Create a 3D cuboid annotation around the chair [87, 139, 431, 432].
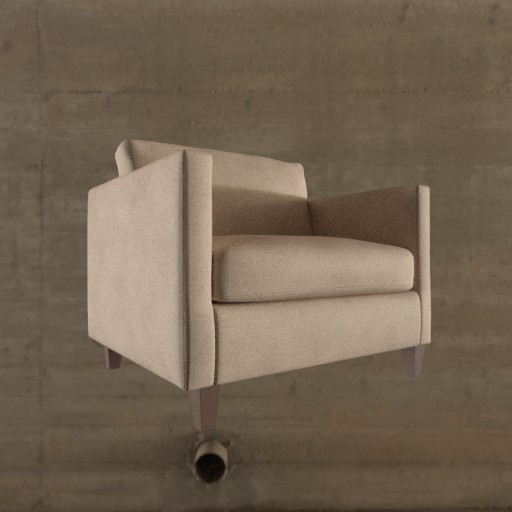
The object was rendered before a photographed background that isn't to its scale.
[{"bbox_3d":[0.000,0.000,1.832,1.133,0.961,0.959,0,0,-35],"label":"chair"}]
